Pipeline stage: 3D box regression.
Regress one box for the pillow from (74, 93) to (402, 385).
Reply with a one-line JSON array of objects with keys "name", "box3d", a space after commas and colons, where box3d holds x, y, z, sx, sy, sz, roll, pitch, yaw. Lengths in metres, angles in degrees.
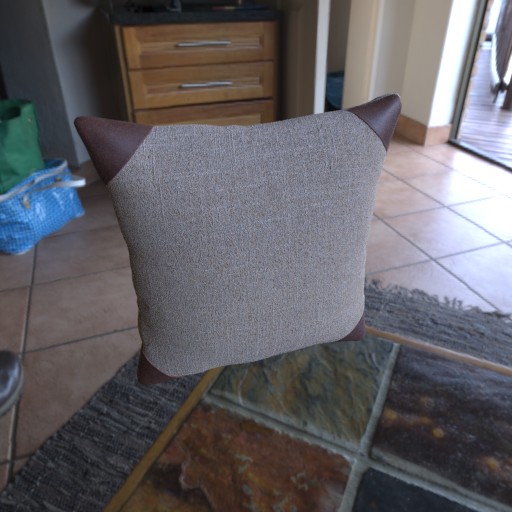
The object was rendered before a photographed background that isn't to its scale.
[{"name": "pillow", "box3d": [0.000, 0.000, 0.676, 0.437, 0.448, 0.147, -10, 33, -15]}]
